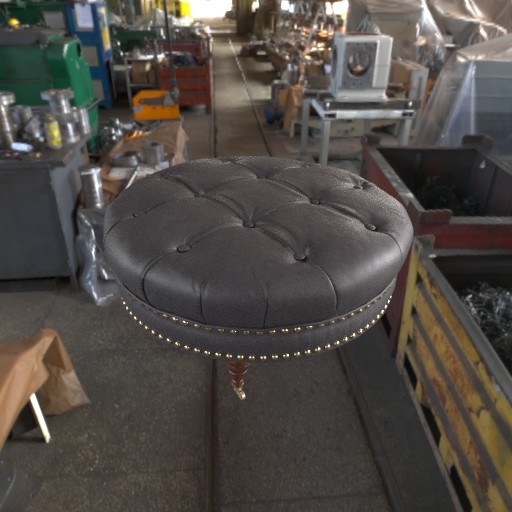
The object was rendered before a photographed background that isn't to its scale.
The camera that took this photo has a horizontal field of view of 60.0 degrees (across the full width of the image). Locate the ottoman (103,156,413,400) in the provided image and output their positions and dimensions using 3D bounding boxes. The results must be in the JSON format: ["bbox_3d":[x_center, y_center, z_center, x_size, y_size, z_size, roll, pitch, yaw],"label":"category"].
[{"bbox_3d":[0.000,0.000,1.398,0.901,0.439,0.901,0,31,0],"label":"ottoman"}]
